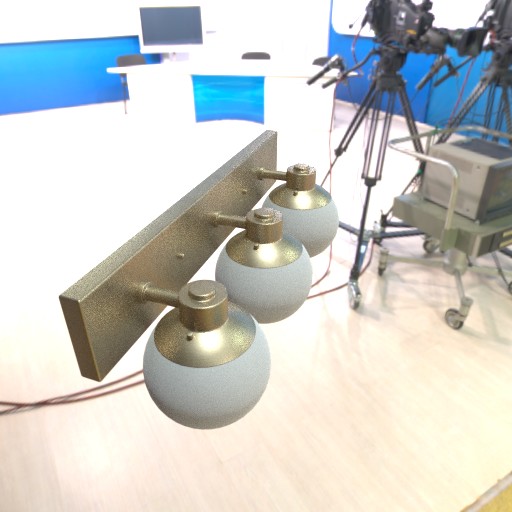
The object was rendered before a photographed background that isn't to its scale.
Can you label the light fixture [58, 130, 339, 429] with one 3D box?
[{"bbox_3d":[0.000,0.000,0.833,0.218,0.263,0.721,11,33,17],"label":"light fixture"}]
